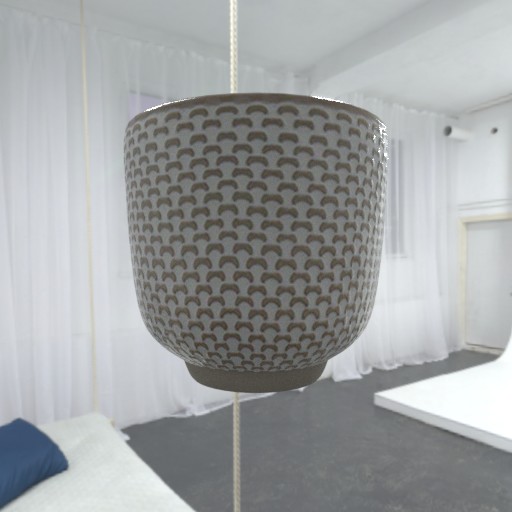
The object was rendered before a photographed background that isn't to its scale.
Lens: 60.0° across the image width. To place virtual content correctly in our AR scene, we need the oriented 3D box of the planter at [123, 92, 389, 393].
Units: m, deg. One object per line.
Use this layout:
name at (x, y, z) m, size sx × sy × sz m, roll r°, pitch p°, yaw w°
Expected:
planter at (0.000, 0.000, 0.242) m, size 0.139 × 0.130 × 0.139 m, roll 0°, pitch 0°, yaw 0°
